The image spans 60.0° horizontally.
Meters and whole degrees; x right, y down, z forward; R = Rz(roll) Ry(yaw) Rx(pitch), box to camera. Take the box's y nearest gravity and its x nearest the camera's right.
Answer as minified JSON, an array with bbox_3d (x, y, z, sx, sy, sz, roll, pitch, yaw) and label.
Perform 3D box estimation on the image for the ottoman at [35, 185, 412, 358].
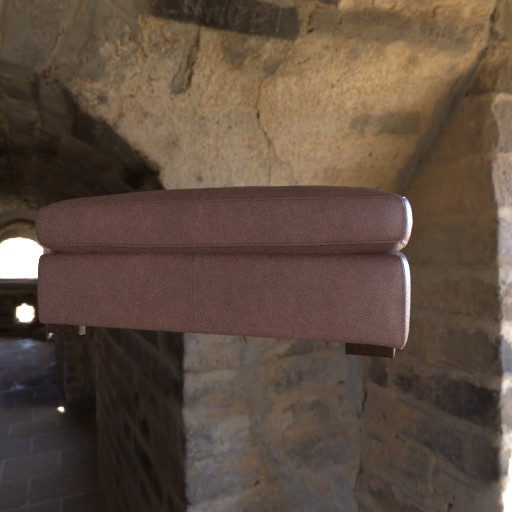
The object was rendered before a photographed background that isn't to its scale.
[{"bbox_3d":[0.000,0.000,1.780,1.168,0.490,1.168,0,1,18],"label":"ottoman"}]
